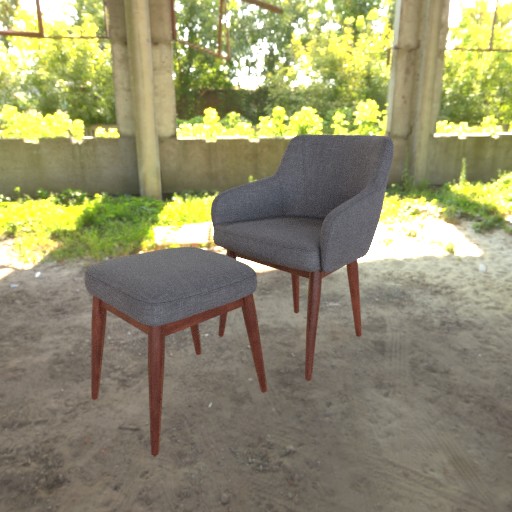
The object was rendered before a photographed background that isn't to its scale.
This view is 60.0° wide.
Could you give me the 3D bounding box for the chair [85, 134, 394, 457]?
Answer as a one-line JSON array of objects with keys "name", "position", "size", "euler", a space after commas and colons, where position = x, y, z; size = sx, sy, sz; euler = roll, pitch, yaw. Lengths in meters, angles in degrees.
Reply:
[{"name": "chair", "position": [0.000, 0.000, 1.538], "size": [1.107, 0.799, 0.584], "euler": [-16, 22, -42]}]
